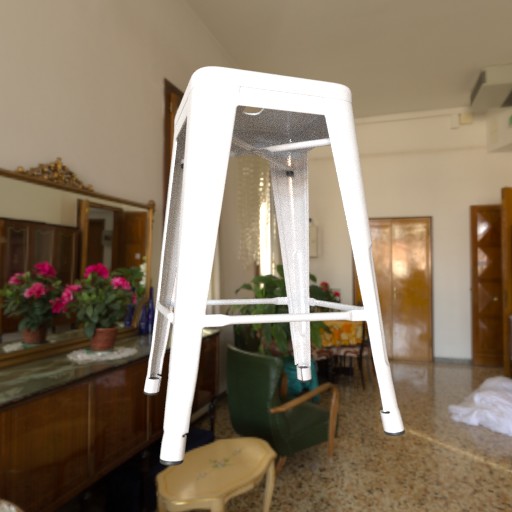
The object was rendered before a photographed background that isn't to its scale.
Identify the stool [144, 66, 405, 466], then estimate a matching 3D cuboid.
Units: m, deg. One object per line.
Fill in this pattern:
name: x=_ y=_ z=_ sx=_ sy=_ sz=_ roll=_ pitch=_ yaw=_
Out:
stool: x=0.000 y=0.000 z=0.879 sx=0.406 sy=0.610 sz=0.406 roll=1 pitch=-2 yaw=-18
